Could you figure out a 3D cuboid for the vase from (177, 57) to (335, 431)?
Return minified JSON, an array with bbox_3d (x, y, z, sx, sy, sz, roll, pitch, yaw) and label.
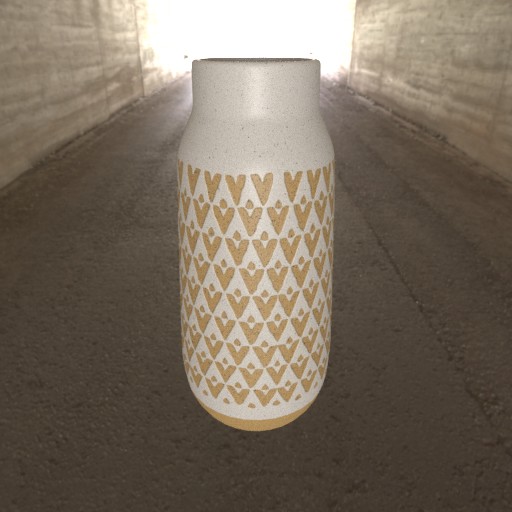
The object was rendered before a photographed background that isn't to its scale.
[{"bbox_3d":[0.000,0.000,0.377,0.137,0.307,0.137,0,26,0],"label":"vase"}]
